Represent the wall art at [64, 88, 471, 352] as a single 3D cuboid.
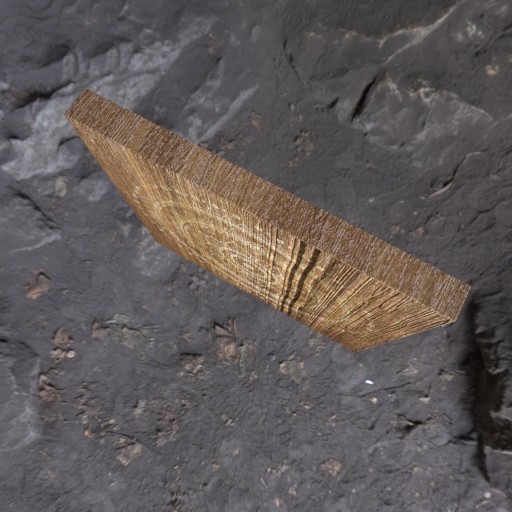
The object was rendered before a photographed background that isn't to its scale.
[{"bbox_3d":[0.000,0.000,0.597,0.406,0.403,0.039,28,76,8],"label":"wall art"}]
